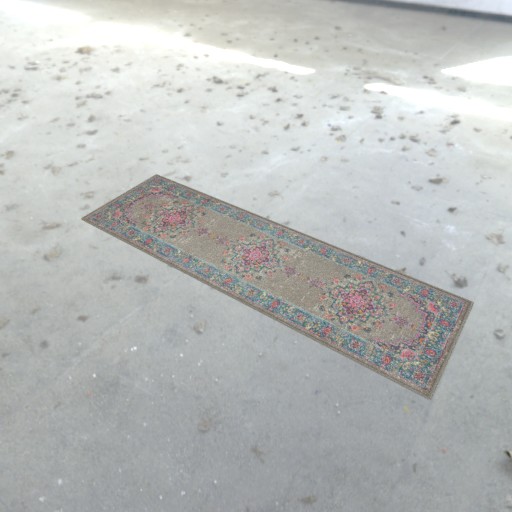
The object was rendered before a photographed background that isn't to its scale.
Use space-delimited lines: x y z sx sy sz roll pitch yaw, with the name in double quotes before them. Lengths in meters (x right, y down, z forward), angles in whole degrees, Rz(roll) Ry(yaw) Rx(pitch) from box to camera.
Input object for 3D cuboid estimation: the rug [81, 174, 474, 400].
"rug" 0.000 0.000 2.064 1.827 0.012 0.553 24 46 26
